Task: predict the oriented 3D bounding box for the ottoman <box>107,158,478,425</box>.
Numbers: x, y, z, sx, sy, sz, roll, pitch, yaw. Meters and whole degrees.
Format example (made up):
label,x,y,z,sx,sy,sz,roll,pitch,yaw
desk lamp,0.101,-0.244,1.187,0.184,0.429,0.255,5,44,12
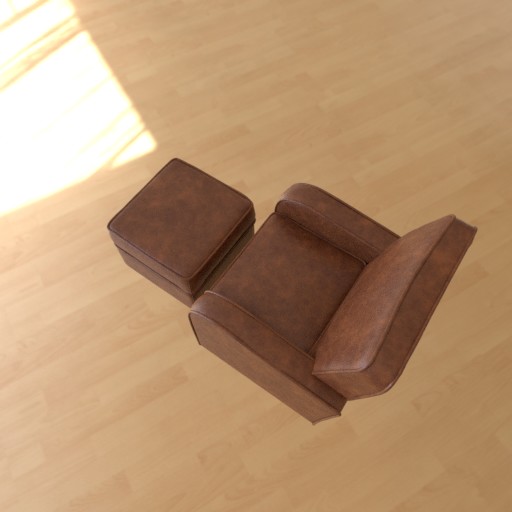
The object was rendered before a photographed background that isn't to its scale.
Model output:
label,x,y,z,sx,sy,sz,roll,pitch,yaw
ottoman,0.000,0.000,1.838,1.314,0.904,0.732,31,67,15
